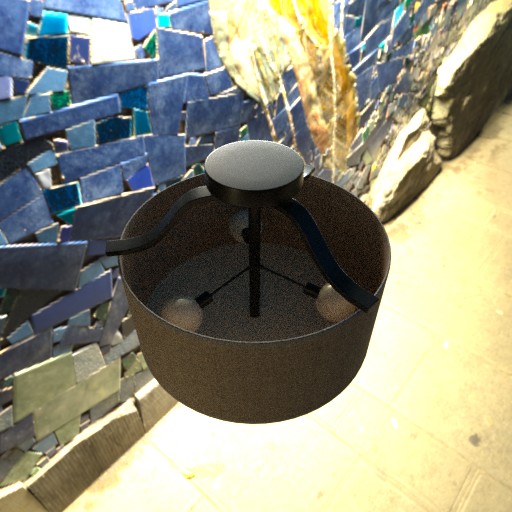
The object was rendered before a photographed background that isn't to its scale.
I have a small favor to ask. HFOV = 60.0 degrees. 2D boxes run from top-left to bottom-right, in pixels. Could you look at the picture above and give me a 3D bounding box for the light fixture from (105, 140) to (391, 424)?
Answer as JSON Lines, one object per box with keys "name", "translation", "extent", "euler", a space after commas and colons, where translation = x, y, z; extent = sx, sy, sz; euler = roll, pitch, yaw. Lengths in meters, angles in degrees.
{"name": "light fixture", "translation": [0.000, 0.000, 0.655], "extent": [0.390, 0.306, 0.390], "euler": [0, 42, 0]}
